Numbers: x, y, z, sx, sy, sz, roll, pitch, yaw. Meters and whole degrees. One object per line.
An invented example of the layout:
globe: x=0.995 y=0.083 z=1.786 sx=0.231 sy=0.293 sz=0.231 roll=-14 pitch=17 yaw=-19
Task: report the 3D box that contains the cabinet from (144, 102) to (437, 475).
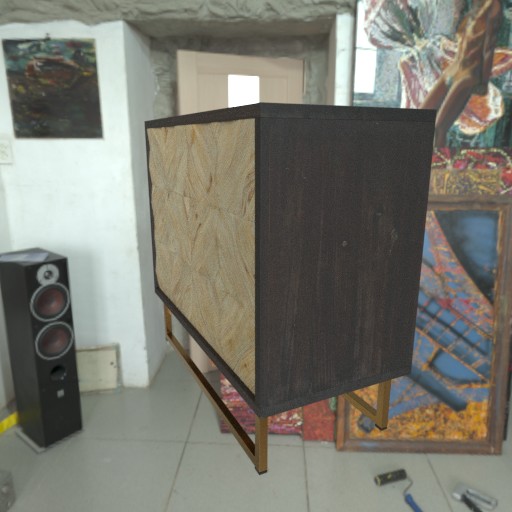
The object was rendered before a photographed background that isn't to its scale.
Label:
cabinet: x=0.000 y=0.000 z=1.433 sx=0.451 sy=0.860 sz=0.950 roll=-7 pitch=16 yaw=-25
